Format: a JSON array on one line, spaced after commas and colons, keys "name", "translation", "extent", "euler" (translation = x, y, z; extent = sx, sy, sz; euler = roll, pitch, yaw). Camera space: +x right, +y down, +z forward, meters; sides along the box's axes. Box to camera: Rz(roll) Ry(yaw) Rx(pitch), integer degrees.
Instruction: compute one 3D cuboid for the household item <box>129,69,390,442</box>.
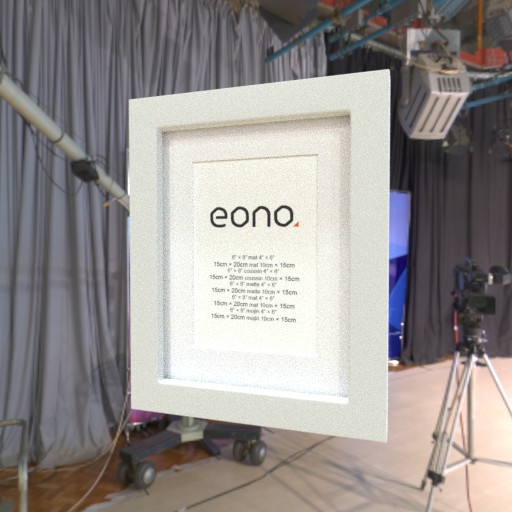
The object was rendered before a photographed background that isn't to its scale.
[{"name": "household item", "translation": [0.000, 0.000, 0.348], "extent": [0.200, 0.250, 0.045], "euler": [1, 2, 18]}]
